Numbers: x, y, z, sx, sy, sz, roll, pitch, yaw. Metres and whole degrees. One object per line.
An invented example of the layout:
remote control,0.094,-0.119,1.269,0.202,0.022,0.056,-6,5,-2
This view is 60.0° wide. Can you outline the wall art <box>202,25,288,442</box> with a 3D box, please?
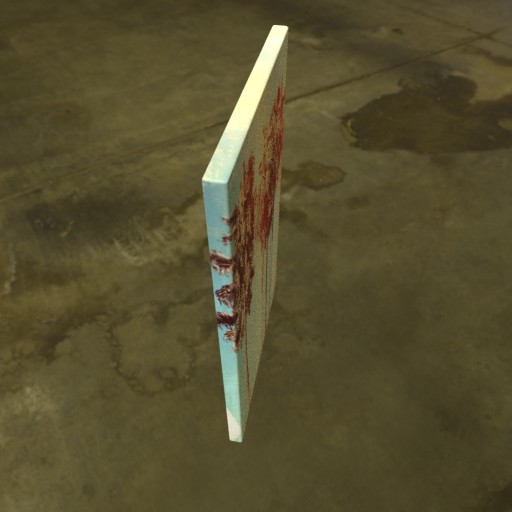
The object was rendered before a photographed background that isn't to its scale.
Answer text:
wall art,0.000,0.000,1.143,0.037,0.915,0.605,8,47,8
